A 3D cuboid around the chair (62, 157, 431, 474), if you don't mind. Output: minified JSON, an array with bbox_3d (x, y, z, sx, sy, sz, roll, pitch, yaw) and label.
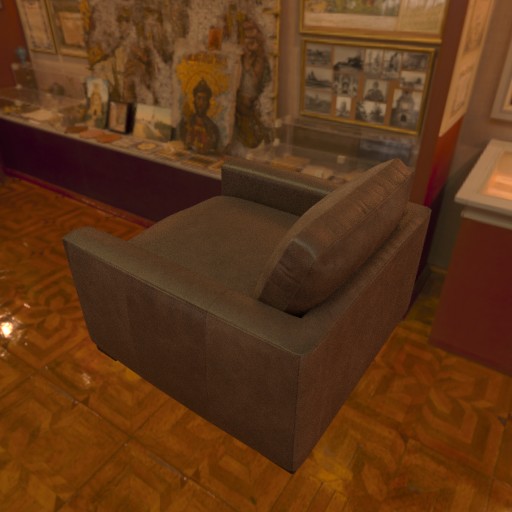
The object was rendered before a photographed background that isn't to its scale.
[{"bbox_3d":[0.000,0.000,1.831,1.069,0.812,1.100,21,38,30],"label":"chair"}]
